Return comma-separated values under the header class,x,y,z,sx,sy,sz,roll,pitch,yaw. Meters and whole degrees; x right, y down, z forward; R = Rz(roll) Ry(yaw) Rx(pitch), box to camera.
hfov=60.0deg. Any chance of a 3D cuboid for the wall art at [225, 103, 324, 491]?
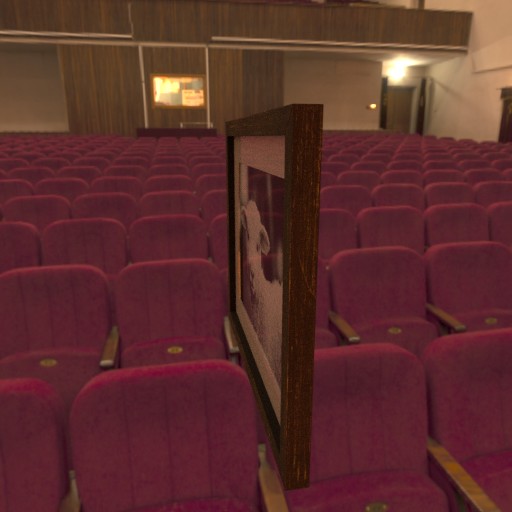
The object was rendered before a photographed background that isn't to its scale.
class,x,y,z,sx,sy,sz,roll,pitch,yaw
wall art,0.000,0.000,0.760,0.032,0.457,0.558,-3,15,-10
